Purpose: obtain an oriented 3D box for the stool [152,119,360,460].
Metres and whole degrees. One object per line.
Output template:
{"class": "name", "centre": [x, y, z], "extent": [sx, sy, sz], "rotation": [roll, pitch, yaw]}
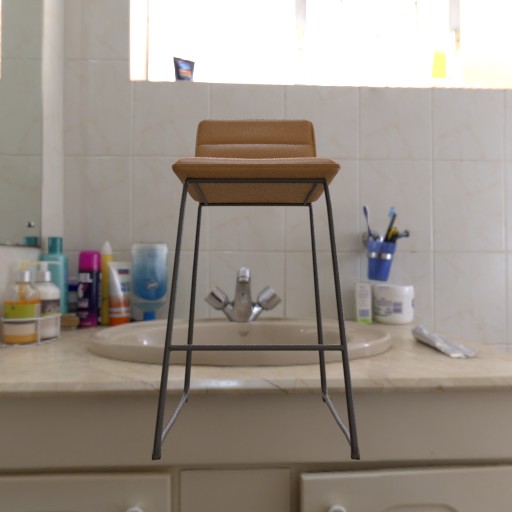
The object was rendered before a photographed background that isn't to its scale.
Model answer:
{"class": "stool", "centre": [0.000, 0.000, 1.245], "extent": [0.489, 0.936, 0.524], "rotation": [0, -2, 0]}
